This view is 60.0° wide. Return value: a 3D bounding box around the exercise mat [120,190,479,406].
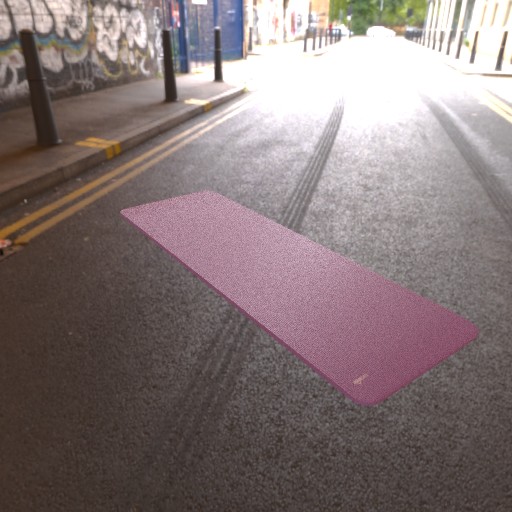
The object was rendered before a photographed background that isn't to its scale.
[{"bbox_3d":[0.000,0.000,2.058,0.616,0.021,1.869,-19,33,-32],"label":"exercise mat"}]
